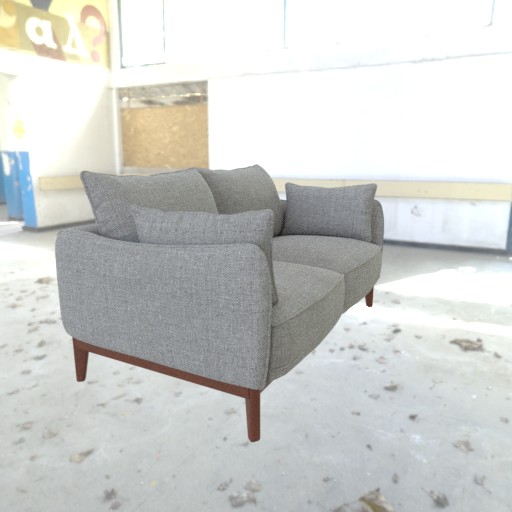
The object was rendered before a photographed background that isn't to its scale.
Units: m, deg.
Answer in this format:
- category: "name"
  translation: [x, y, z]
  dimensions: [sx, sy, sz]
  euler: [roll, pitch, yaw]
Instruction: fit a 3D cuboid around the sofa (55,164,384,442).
- category: "sofa"
  translation: [0.000, 0.000, 2.159]
  dimensions: [0.972, 0.851, 1.580]
  euler: [7, 15, 28]
